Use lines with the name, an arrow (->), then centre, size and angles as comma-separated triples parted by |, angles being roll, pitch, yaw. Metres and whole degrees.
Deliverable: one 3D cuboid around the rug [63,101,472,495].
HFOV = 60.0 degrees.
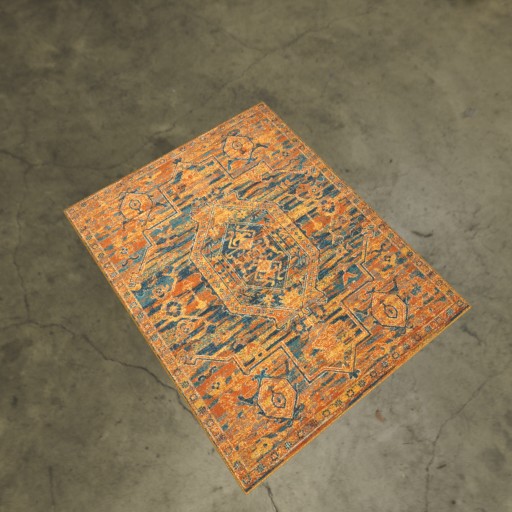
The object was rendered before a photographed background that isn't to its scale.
rug -> 0.000, 0.000, 4.087 | 2.435, 0.031, 3.040 | -33, 68, -16
